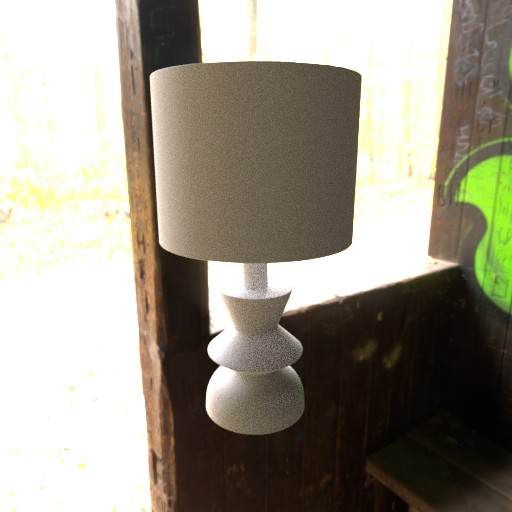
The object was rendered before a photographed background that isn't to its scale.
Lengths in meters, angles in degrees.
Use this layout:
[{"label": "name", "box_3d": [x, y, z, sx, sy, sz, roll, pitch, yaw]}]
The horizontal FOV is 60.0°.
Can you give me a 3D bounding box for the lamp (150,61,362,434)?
[{"label": "lamp", "box_3d": [0.000, 0.000, 0.712, 0.301, 0.533, 0.301, 7, 16, 26]}]
